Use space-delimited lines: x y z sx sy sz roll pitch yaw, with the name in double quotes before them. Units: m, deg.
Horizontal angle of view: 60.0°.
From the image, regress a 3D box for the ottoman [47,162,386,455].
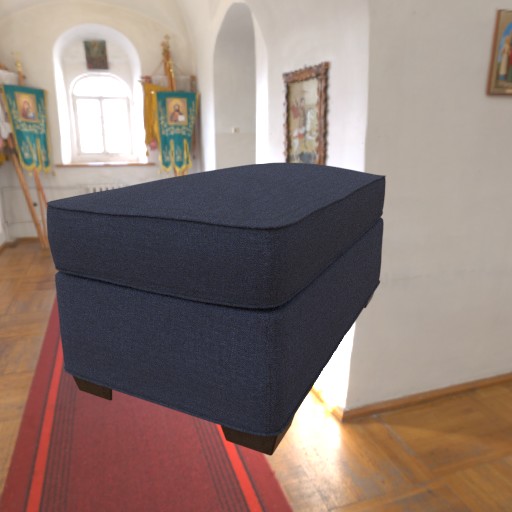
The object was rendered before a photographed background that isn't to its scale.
"ottoman" 0.000 0.000 1.154 0.505 0.453 0.895 8 18 25
